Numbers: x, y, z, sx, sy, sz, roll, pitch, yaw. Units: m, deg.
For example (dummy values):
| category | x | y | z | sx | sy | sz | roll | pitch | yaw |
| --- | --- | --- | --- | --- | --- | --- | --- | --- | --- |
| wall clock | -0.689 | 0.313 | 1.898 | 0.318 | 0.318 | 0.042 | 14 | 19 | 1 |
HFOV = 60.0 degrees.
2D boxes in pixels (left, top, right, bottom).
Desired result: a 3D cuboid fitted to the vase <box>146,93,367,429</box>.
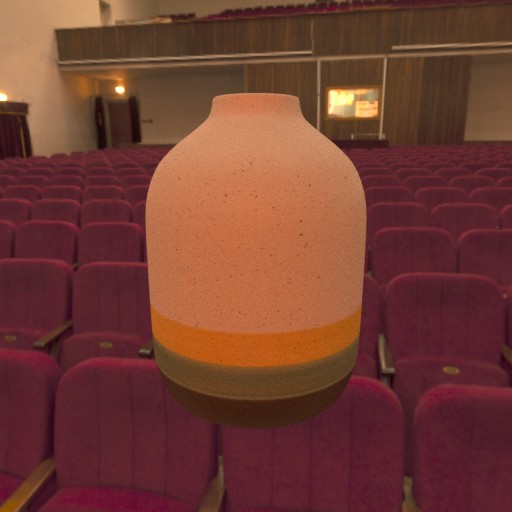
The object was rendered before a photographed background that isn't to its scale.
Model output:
| category | x | y | z | sx | sy | sz | roll | pitch | yaw |
| --- | --- | --- | --- | --- | --- | --- | --- | --- | --- |
| vase | 0.000 | 0.000 | 0.356 | 0.169 | 0.240 | 0.169 | 0 | 14 | 0 |
